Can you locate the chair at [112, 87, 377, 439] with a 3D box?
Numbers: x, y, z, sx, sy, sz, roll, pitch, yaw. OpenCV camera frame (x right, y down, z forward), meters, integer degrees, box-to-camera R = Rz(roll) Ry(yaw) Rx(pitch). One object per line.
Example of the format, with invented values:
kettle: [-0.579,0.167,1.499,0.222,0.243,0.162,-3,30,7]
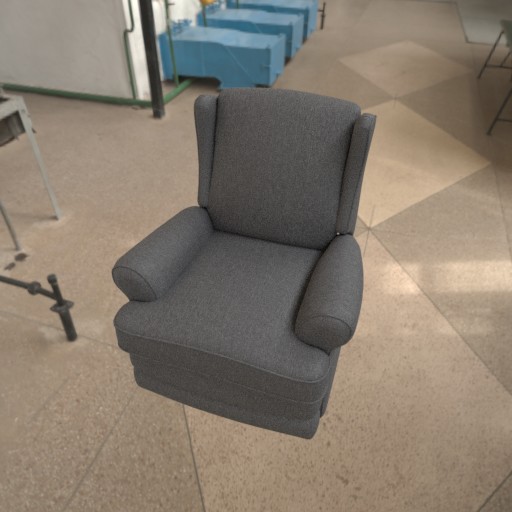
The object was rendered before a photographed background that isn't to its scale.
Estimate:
chair: [0.000,0.000,1.711,0.847,1.011,0.969,12,42,14]
